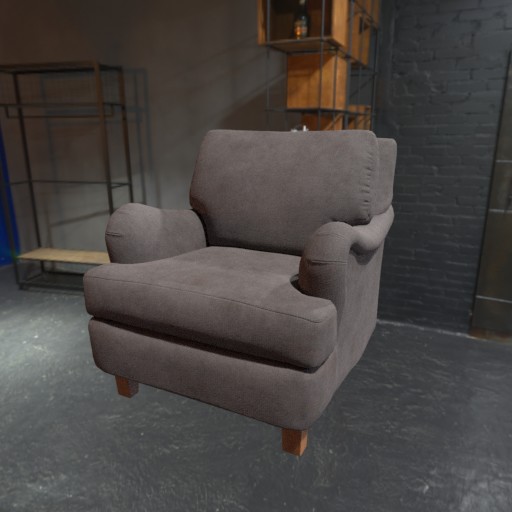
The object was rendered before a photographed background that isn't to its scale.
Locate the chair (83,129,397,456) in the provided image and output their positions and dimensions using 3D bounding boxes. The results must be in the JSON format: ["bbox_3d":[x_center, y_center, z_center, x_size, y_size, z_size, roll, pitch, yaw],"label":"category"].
[{"bbox_3d":[0.000,0.000,1.819,0.955,0.997,1.070,8,18,25],"label":"chair"}]
